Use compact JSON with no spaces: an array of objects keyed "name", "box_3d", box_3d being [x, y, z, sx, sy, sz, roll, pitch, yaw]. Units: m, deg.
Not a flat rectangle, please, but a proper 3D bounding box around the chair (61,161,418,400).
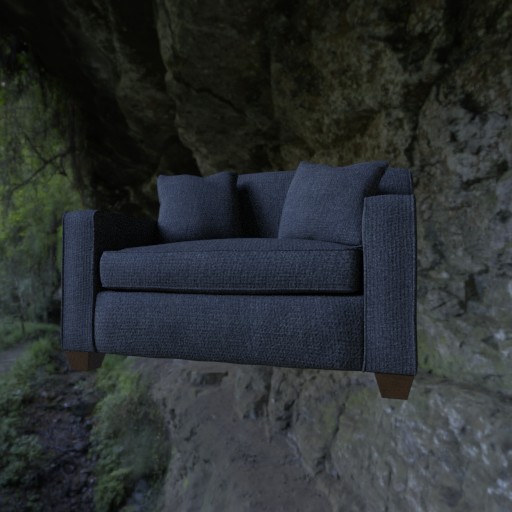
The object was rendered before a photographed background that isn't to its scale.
[{"name":"chair","box_3d":[0.000,0.000,2.028,1.383,0.948,1.000,0,-2,18]}]
